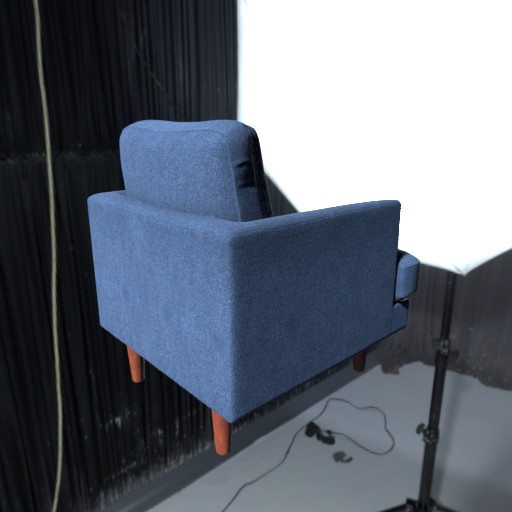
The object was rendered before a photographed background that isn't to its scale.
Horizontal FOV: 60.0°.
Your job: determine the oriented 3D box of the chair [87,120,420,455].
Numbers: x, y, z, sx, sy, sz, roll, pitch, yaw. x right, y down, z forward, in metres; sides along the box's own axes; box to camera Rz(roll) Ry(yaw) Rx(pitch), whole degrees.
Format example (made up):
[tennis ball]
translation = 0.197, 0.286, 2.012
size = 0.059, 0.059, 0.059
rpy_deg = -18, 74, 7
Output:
[chair]
translation = 0.000, 0.000, 1.637
size = 0.899, 0.957, 0.858
rpy_deg = -14, 21, -40
